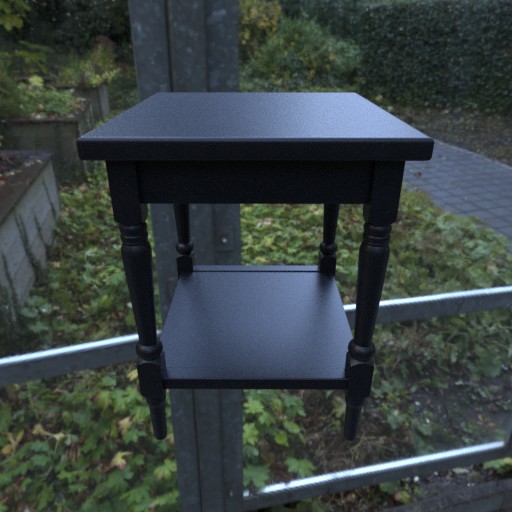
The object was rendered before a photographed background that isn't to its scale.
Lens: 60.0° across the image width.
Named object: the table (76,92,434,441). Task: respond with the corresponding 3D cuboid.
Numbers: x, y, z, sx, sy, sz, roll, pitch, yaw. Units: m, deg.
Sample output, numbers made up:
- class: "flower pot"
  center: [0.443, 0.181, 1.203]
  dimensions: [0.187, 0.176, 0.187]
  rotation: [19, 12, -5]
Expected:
- class: "table"
  center: [0.000, 0.000, 0.886]
  dimensions: [0.442, 0.565, 0.488]
  rotation: [0, 26, 0]
